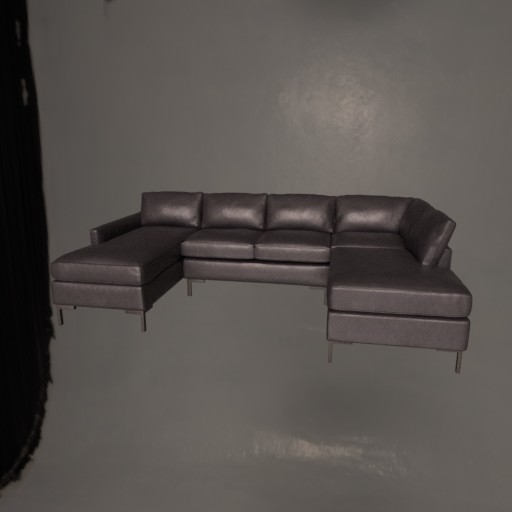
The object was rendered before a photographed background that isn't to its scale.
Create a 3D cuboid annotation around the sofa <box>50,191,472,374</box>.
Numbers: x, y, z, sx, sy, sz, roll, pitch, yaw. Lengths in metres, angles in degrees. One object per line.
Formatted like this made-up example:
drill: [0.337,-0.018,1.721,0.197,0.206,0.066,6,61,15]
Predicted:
sofa: [0.000,0.000,3.765,2.956,0.900,1.939,3,15,10]
